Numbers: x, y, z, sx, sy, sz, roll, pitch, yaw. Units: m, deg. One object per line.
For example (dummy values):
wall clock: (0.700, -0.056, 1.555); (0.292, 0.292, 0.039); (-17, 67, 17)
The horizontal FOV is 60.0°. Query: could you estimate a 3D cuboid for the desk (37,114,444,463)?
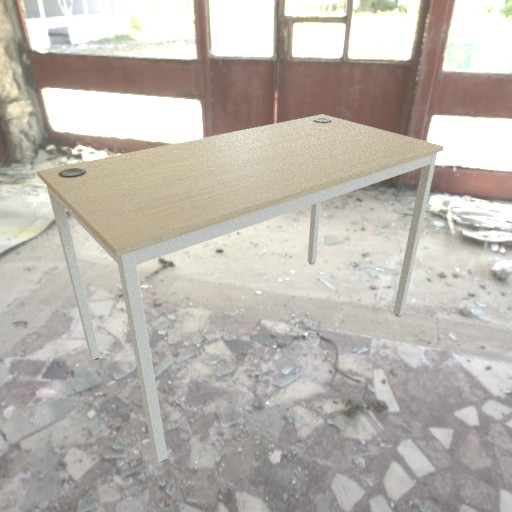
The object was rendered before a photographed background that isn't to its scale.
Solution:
desk: (0.000, 0.000, 1.630); (1.200, 0.750, 0.600); (-21, 37, -32)
